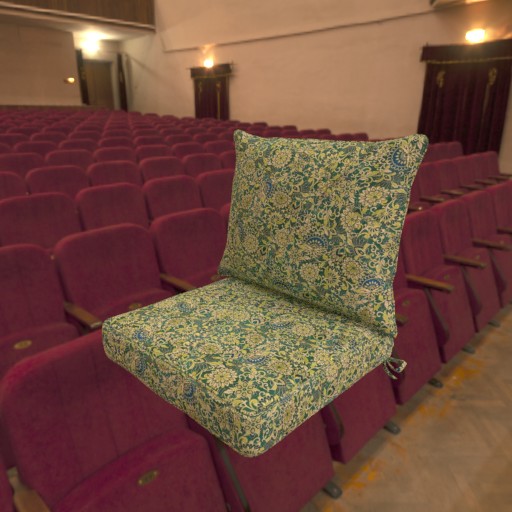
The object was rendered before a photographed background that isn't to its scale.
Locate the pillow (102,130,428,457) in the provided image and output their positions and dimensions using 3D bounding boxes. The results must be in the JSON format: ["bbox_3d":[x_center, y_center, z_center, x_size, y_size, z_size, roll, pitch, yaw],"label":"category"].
[{"bbox_3d":[0.000,0.000,1.356,0.798,0.722,0.740,17,24,41],"label":"pillow"}]
